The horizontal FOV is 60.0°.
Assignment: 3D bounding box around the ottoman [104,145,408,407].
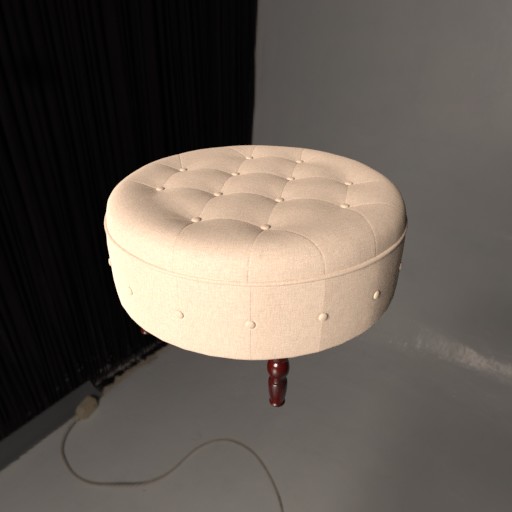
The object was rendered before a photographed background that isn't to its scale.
[{"bbox_3d":[0.000,0.000,1.374,0.848,0.494,0.848,0,29,0],"label":"ottoman"}]
